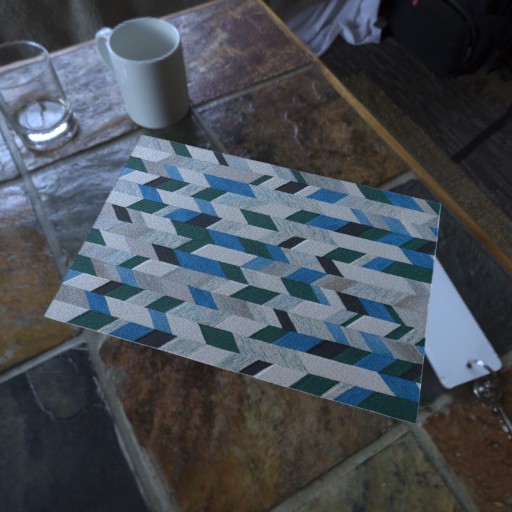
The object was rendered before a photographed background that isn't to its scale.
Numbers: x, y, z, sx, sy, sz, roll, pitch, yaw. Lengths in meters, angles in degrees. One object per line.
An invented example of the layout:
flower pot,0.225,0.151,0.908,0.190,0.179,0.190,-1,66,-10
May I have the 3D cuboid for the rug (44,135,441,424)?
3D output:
rug,0.000,0.000,2.341,1.827,0.005,1.229,14,63,7
